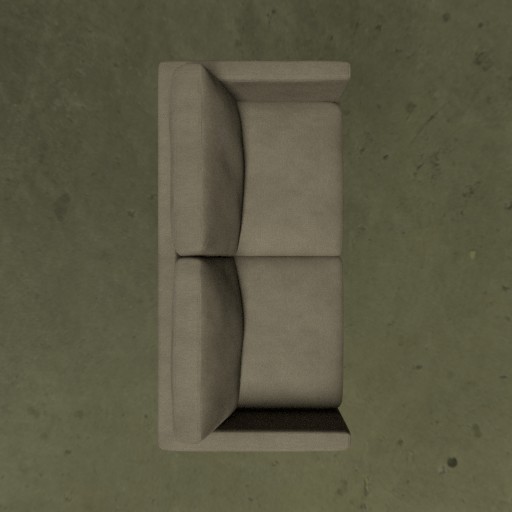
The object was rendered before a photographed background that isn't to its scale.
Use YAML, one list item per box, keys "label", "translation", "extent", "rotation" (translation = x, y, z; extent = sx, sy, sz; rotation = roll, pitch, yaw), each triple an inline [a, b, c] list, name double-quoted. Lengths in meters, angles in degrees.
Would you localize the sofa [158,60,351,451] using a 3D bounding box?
- label: "sofa"
  translation: [0.000, 0.000, 2.379]
  extent: [0.950, 0.963, 1.884]
  rotation: [0, 90, 0]
